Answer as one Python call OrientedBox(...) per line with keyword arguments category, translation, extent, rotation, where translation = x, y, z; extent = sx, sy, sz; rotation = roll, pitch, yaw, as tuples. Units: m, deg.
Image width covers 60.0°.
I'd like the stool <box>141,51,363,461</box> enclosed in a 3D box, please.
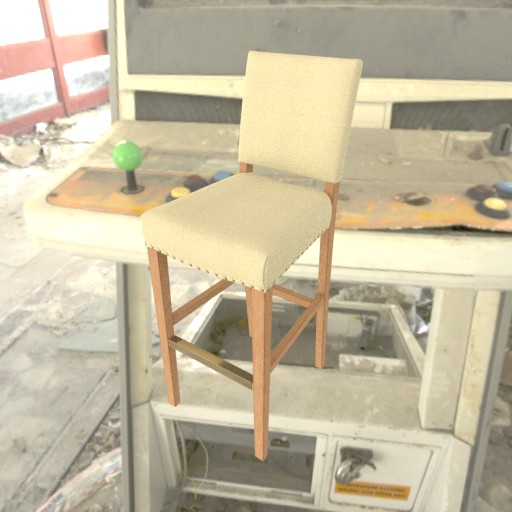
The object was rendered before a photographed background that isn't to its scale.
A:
OrientedBox(category="stool", translation=(0.000, 0.000, 1.425), extent=(0.428, 1.143, 0.546), rotation=(19, 36, 29))
